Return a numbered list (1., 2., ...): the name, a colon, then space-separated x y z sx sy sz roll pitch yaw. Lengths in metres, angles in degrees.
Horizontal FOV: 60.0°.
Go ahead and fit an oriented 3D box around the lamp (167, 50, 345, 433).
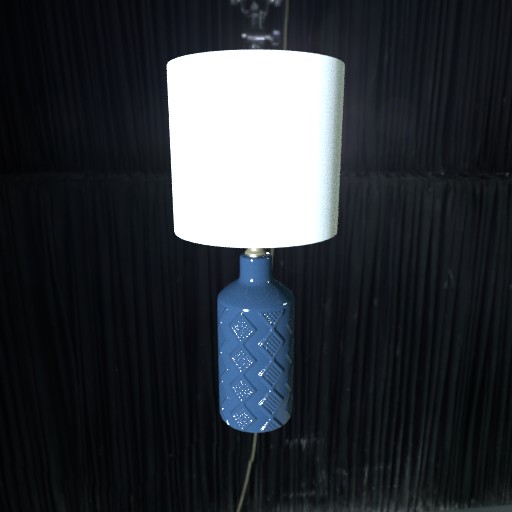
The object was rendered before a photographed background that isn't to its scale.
1. lamp: 0.000 0.000 0.582 0.207 0.461 0.207 -3 15 -10
